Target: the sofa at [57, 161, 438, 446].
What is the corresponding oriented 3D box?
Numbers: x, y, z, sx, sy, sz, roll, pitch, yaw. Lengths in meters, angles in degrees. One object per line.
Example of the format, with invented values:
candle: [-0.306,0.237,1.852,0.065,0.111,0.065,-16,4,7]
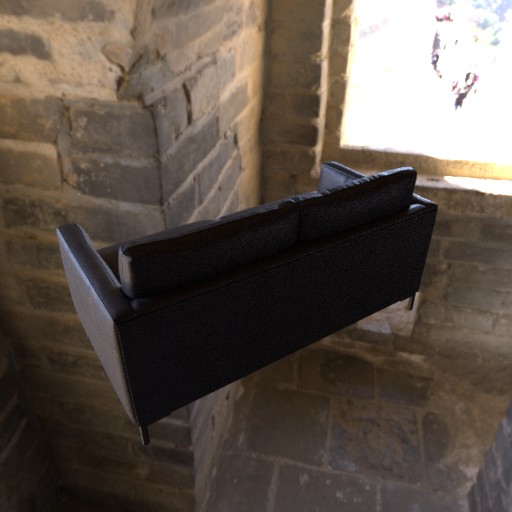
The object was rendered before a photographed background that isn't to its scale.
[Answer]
sofa: [0.000,0.000,2.353,1.805,0.883,0.947,-20,36,-30]
